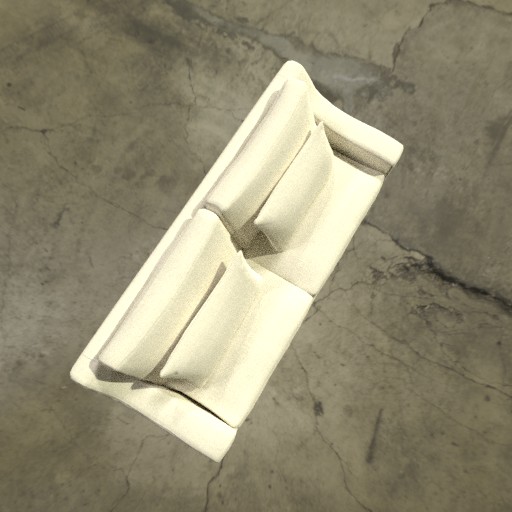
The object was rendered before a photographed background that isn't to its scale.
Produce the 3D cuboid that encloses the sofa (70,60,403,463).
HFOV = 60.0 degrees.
[{"bbox_3d":[0.000,0.000,3.021,1.009,1.022,2.470,31,78,8],"label":"sofa"}]
